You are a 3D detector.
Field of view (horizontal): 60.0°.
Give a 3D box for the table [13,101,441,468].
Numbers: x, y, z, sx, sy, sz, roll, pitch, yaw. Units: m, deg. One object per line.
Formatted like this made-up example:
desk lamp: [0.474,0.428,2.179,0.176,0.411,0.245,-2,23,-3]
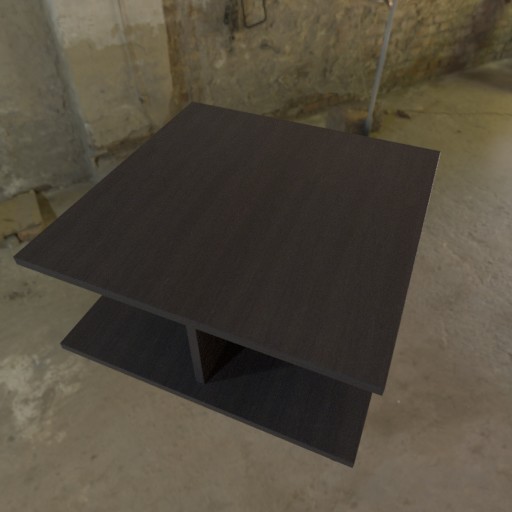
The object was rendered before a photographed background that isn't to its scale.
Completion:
table: [0.000,0.000,1.191,0.762,0.396,0.762,17,47,16]
